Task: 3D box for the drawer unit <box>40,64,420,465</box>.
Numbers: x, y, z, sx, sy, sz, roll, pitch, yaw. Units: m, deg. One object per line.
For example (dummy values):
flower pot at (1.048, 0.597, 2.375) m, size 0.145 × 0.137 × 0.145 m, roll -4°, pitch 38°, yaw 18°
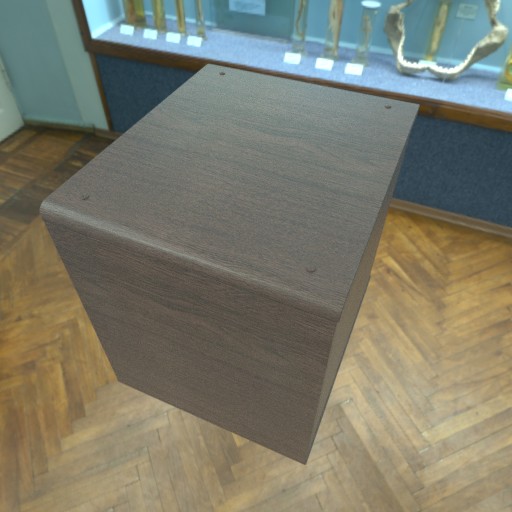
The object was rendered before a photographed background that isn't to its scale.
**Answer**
drawer unit at (0.000, 0.000, 0.598) m, size 0.290 × 0.344 × 0.344 m, roll 18°, pitch 49°, yaw 16°
